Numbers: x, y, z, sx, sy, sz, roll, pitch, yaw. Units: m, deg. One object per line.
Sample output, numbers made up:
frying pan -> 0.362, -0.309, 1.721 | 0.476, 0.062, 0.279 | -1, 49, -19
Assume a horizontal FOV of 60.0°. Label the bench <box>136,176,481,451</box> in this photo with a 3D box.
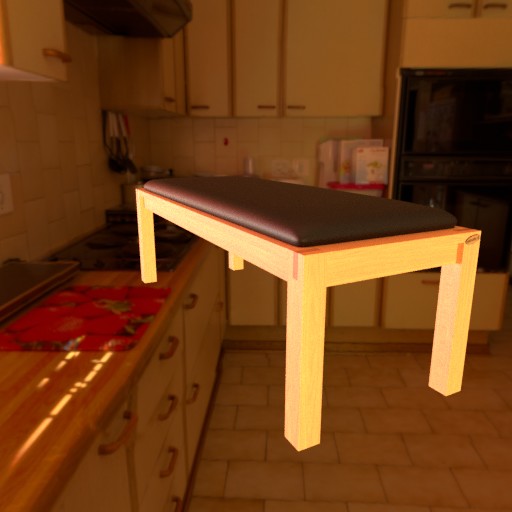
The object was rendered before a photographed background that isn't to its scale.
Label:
bench -> 0.000, 0.000, 1.393 | 0.450, 0.430, 1.202 | -8, 16, -27
